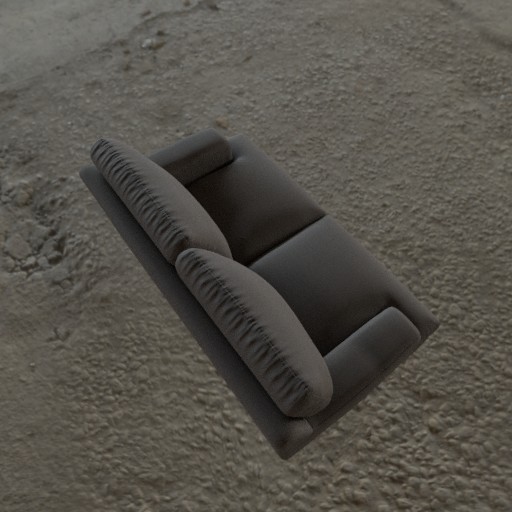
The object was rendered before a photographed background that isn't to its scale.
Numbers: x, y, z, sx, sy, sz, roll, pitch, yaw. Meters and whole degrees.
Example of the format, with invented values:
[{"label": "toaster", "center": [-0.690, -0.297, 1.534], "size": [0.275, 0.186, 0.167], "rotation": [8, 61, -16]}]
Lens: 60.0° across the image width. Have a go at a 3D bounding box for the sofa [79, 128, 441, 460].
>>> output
[{"label": "sofa", "center": [0.000, 0.000, 2.511], "size": [1.143, 0.940, 1.880], "rotation": [-33, 64, -18]}]
